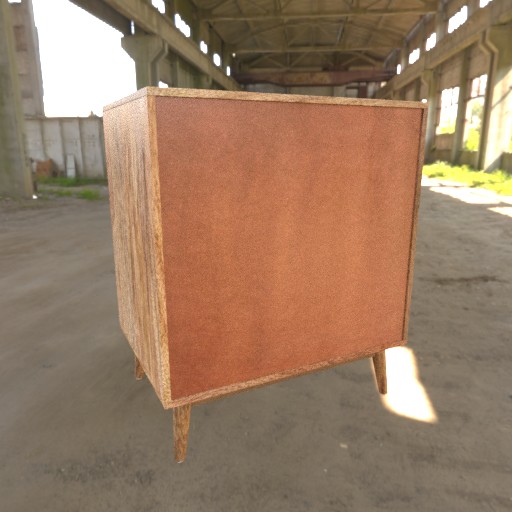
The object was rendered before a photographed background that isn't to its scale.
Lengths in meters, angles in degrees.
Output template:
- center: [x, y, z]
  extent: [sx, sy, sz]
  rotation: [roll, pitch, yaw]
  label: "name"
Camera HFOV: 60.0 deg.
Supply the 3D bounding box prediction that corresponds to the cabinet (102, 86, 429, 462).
- center: [0.000, 0.000, 1.168]
  extent: [0.647, 0.758, 0.473]
  rotation: [-7, 16, -26]
  label: "cabinet"
